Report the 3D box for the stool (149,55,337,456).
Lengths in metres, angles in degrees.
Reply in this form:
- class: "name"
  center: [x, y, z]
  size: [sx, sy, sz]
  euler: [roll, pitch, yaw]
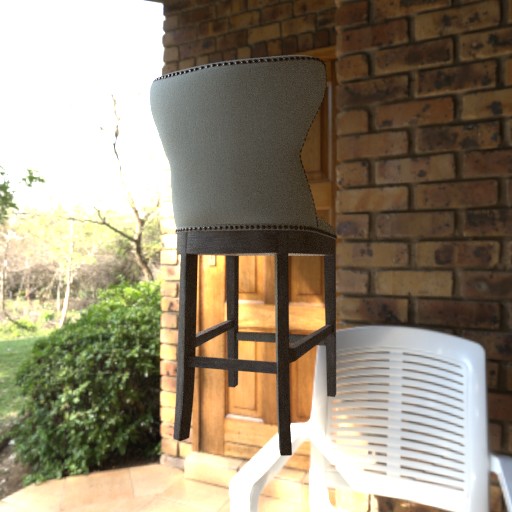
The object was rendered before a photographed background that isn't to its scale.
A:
- class: "stool"
  center: [0.000, 0.000, 1.356]
  size: [0.498, 0.981, 0.608]
  euler: [0, -1, 18]
